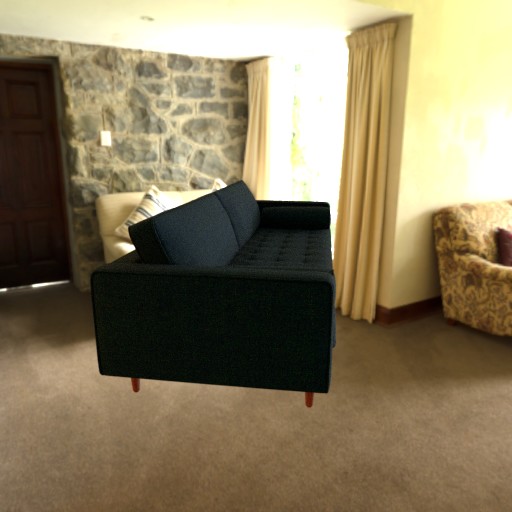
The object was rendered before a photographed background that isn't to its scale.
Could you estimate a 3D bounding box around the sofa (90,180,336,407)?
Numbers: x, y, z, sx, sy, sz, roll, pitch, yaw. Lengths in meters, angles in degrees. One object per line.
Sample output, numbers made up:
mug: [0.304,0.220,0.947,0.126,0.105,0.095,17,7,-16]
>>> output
sofa: [0.000,0.000,2.651,0.914,0.762,2.210,2,14,8]
